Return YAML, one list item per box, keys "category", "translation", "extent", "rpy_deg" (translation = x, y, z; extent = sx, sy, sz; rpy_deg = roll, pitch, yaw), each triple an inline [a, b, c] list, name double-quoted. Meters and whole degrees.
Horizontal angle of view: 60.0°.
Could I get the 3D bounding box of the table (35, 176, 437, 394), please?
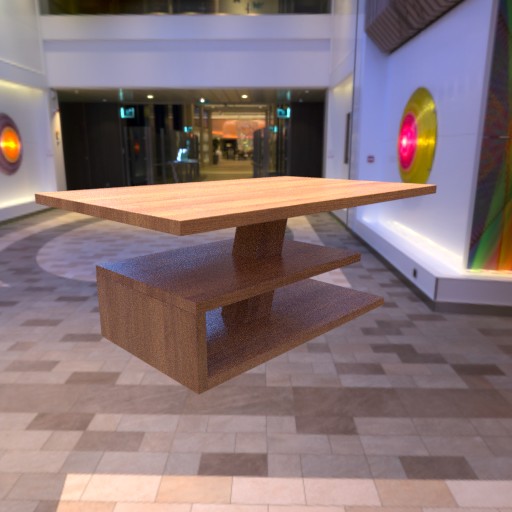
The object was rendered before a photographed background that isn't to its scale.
- category: "table"
  translation: [0.000, 0.000, 1.465]
  extent: [0.700, 0.442, 1.100]
  rpy_deg: [13, 19, 43]
